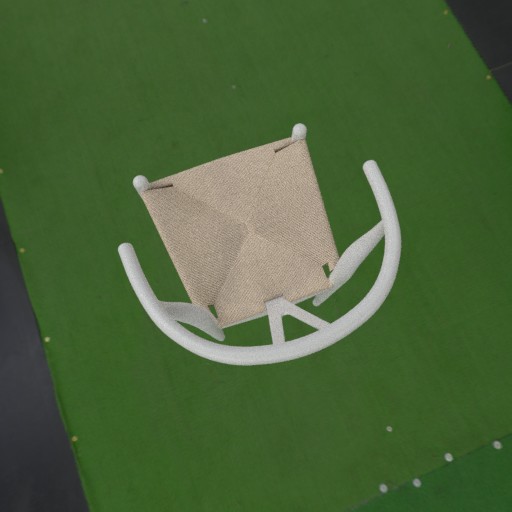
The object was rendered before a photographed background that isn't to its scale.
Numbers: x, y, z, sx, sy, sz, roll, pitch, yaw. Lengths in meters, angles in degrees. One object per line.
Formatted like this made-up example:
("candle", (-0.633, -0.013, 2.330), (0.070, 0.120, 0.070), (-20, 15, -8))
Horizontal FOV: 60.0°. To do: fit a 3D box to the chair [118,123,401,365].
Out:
("chair", (0.000, 0.000, 1.188), (0.569, 0.730, 0.579), (-19, 76, -5))
